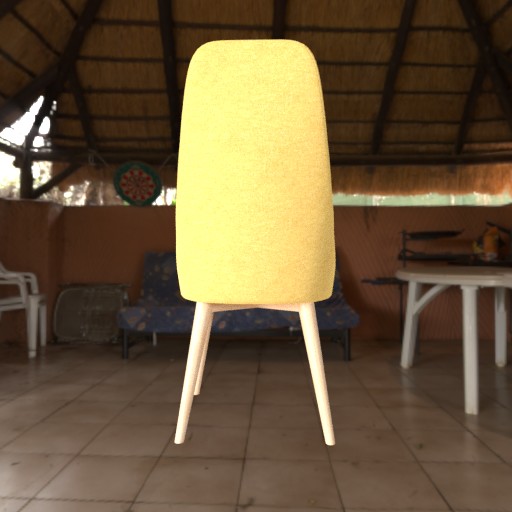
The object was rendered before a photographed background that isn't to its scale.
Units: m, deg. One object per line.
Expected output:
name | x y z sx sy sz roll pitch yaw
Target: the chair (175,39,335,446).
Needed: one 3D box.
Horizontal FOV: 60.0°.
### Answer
chair | 0.000 0.000 1.383 0.510 1.040 0.660 0 -1 1
